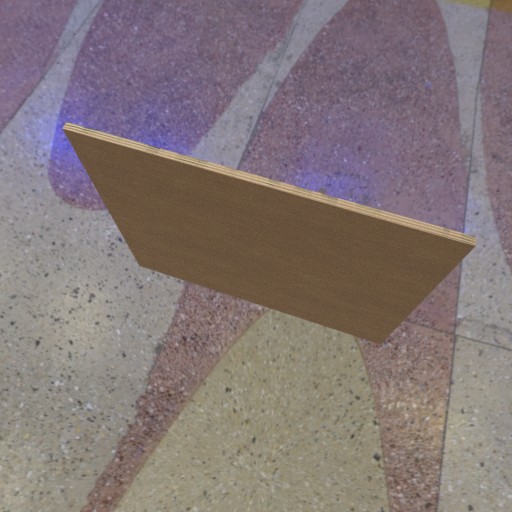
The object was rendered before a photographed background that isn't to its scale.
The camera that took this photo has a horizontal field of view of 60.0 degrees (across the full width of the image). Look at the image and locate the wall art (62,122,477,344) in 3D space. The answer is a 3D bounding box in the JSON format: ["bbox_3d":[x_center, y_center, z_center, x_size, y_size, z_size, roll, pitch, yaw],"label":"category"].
[{"bbox_3d":[0.000,0.000,0.702,0.508,0.408,0.012,17,65,8],"label":"wall art"}]
